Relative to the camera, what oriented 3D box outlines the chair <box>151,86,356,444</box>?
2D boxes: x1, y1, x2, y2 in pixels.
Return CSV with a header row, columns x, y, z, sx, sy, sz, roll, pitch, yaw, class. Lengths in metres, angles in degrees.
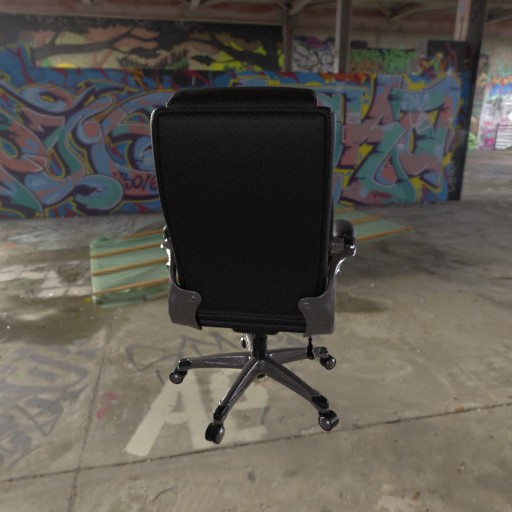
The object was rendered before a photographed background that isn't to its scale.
x,y,z,sx,sy,sz,roll,pitch,yaw,class
0.000,0.000,1.681,0.741,1.167,0.784,3,17,8,chair
